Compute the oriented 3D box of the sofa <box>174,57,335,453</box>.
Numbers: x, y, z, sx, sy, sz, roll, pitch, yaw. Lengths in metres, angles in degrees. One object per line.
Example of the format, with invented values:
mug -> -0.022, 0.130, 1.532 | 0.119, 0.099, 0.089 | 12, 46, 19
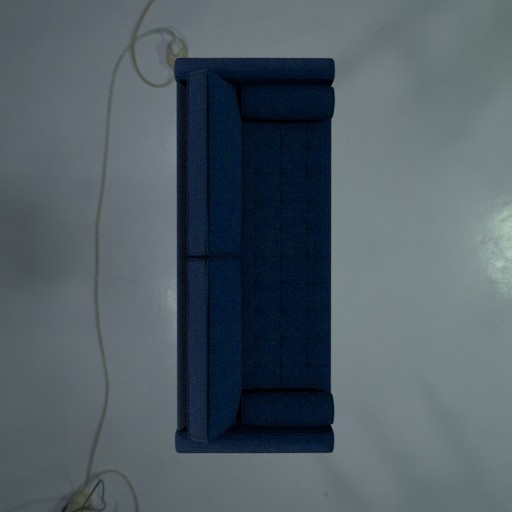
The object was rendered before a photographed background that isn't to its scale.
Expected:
sofa -> 0.000, 0.000, 2.649 | 0.914, 0.762, 2.210 | 0, 91, 0
